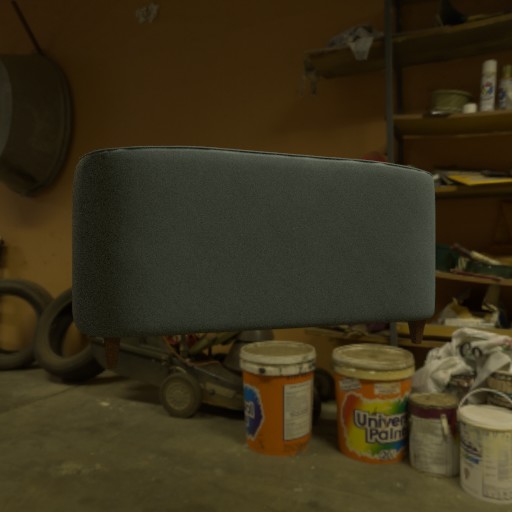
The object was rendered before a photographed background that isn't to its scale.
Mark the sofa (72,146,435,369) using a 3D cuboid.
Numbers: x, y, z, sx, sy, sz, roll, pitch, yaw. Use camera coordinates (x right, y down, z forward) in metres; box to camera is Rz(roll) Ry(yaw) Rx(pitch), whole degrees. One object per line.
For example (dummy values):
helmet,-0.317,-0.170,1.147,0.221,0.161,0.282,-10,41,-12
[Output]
sofa,0.000,0.000,2.268,1.733,0.855,0.941,0,0,-19
